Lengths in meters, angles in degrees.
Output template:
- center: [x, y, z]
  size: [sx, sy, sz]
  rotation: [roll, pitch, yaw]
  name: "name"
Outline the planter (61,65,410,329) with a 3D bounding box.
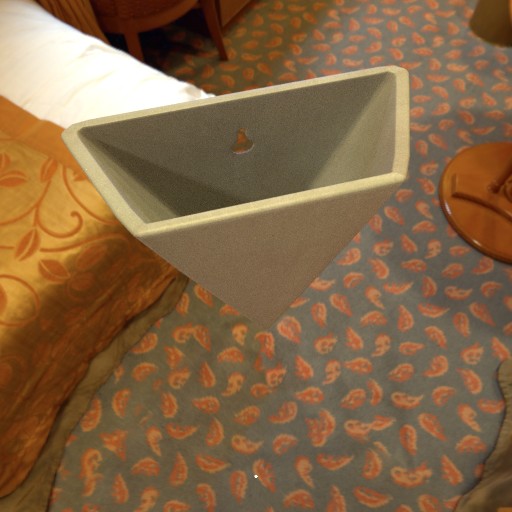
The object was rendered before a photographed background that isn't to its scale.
- center: [0.000, 0.000, 0.263]
  size: [0.150, 0.197, 0.060]
  rotation: [-13, 64, -6]
  name: "planter"
